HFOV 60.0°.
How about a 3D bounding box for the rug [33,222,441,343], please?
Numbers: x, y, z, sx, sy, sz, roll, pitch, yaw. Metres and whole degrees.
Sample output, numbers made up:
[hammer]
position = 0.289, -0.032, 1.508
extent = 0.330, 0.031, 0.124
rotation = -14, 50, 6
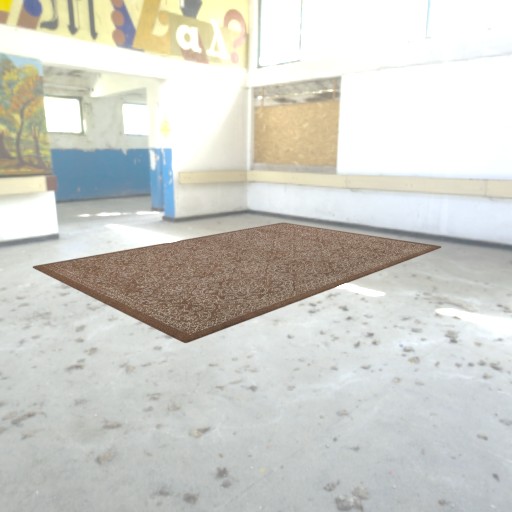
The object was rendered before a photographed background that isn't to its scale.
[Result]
[rug]
position = 0.000, 0.000, 2.345
extent = 1.219, 0.010, 1.829
rotation = 13, 19, 43
